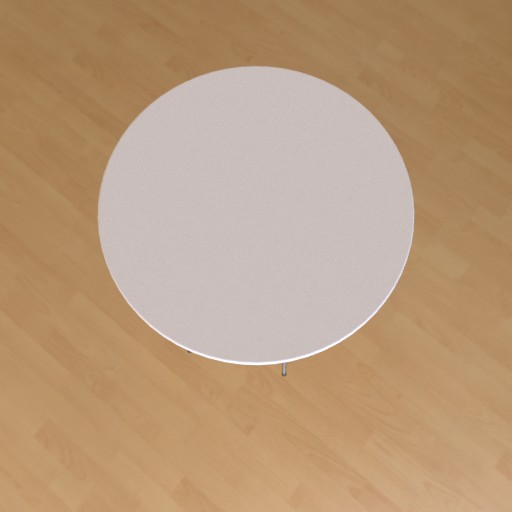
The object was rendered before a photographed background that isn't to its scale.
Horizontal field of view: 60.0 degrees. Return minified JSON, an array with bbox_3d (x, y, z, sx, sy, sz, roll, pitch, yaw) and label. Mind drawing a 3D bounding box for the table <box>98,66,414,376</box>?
[{"bbox_3d":[0.000,0.000,1.642,0.792,1.105,0.795,13,76,3],"label":"table"}]
